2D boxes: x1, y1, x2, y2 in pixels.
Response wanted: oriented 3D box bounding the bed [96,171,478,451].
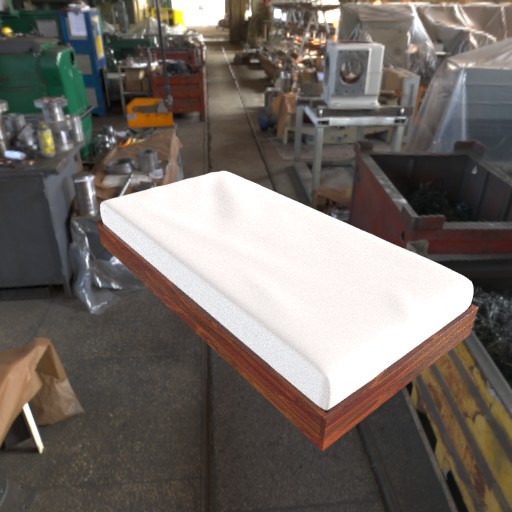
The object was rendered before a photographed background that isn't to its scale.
[{"bbox_3d":[0.000,0.000,2.261,0.940,0.312,1.860,-22,36,-33],"label":"bed"}]
